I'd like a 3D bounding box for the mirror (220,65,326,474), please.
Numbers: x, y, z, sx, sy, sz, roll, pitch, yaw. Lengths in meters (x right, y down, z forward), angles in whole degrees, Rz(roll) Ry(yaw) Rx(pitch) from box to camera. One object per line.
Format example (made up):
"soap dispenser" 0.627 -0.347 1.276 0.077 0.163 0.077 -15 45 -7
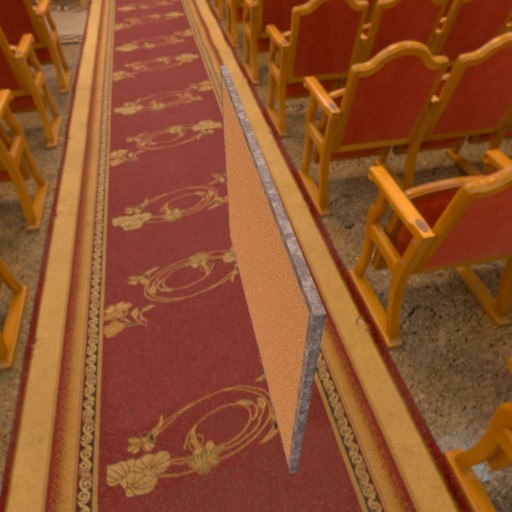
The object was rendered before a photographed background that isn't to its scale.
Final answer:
"mirror" 0.000 0.000 1.447 0.022 0.795 1.101 -9 46 -8
